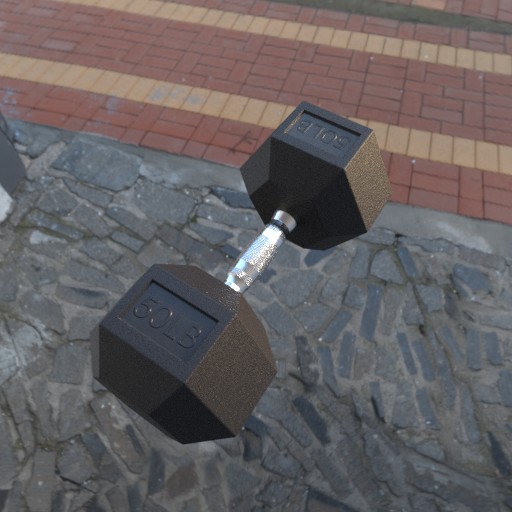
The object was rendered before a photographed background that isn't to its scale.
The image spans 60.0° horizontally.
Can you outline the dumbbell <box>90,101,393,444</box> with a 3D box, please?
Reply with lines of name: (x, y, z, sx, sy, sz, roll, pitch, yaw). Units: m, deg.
dumbbell: (0.000, 0.000, 0.476, 0.173, 0.150, 0.384, 29, 62, 17)
